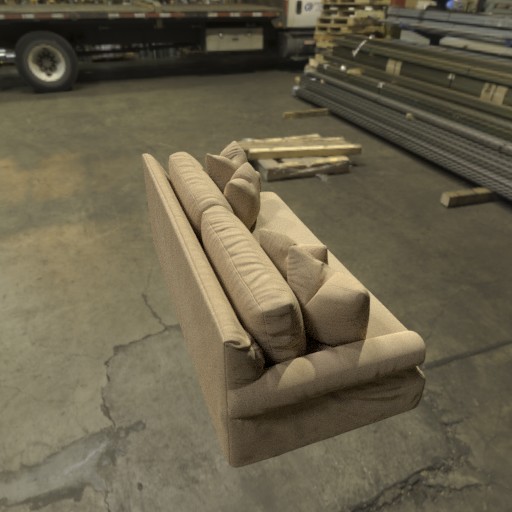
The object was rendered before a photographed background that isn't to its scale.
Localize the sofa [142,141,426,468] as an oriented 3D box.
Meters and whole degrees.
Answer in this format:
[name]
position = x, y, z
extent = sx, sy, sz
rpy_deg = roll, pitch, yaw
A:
[sofa]
position = 0.000, 0.000, 2.798
extent = 1.067, 0.904, 2.285
rpy_deg = -11, 34, -17
